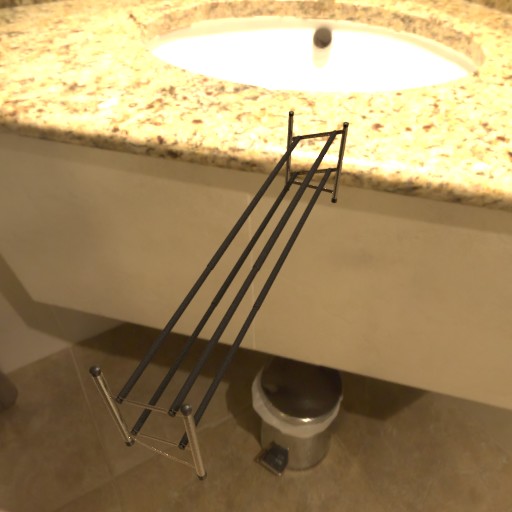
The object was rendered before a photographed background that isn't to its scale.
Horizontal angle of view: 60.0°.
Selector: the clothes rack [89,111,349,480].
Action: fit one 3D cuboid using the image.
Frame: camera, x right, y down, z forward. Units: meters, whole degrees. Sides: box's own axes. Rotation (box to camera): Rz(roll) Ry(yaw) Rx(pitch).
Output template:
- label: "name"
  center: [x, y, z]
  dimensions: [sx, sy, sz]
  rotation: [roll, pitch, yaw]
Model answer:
- label: "clothes rack"
  center: [0.000, 0.000, 1.336]
  dimensions: [0.229, 0.349, 1.168]
  rotation: [17, 47, 16]
